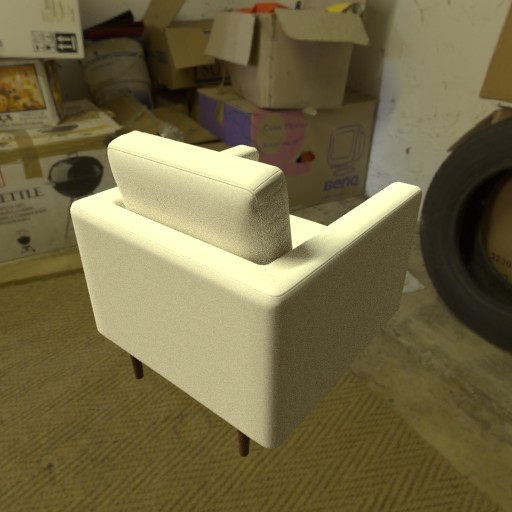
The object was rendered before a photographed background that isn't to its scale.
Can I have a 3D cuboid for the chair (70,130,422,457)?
[{"bbox_3d":[0.000,0.000,1.565,0.831,0.899,0.879,22,37,33],"label":"chair"}]
